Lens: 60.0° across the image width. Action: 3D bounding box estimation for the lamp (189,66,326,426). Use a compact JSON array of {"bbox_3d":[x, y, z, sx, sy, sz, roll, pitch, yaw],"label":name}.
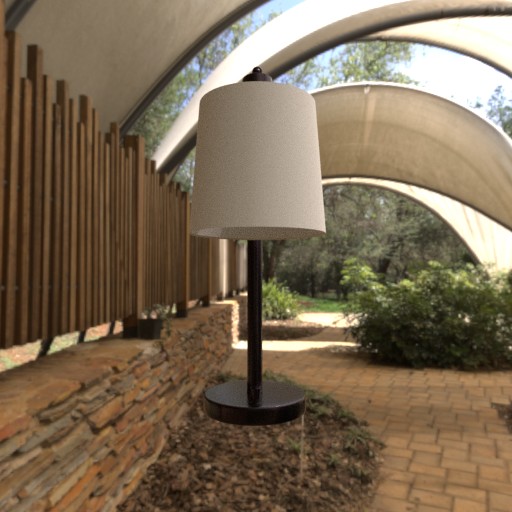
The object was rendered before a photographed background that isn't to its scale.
[{"bbox_3d":[0.000,0.000,0.641,0.171,0.489,0.333,0,-2,-1],"label":"lamp"}]
